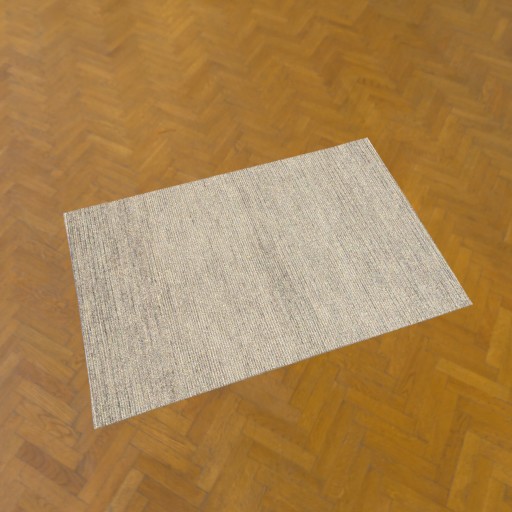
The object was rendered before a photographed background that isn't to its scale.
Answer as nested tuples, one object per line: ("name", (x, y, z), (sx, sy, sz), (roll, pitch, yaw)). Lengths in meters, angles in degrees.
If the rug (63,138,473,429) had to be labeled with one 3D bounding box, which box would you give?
("rug", (0.000, 0.000, 2.246), (1.804, 0.022, 1.162), (-16, 60, -9))
